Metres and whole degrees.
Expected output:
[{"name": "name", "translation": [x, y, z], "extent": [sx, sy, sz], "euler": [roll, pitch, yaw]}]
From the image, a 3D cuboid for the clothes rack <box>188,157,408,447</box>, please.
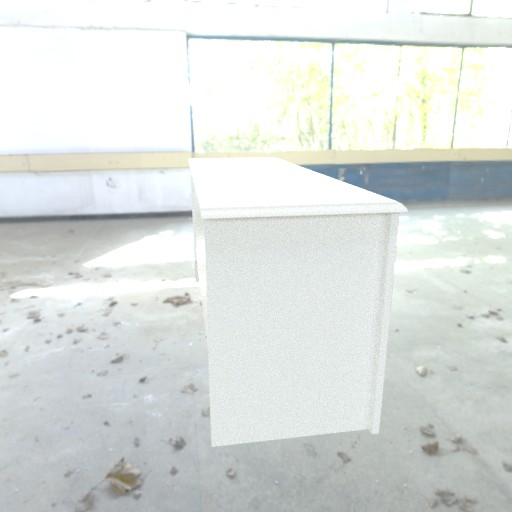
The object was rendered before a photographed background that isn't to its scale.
[{"name": "clothes rack", "translation": [0.000, 0.000, 1.490], "extent": [0.405, 0.558, 1.218], "euler": [-3, 17, -9]}]
